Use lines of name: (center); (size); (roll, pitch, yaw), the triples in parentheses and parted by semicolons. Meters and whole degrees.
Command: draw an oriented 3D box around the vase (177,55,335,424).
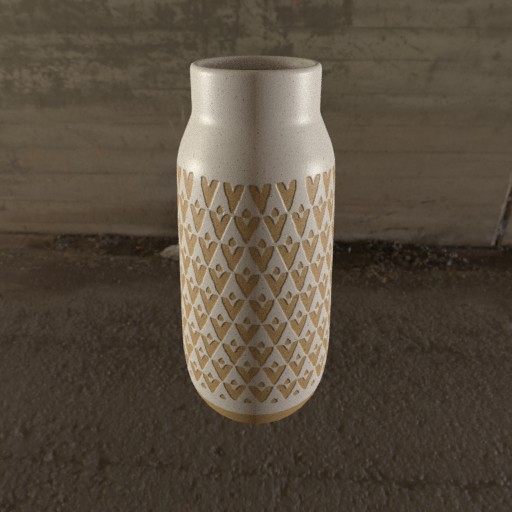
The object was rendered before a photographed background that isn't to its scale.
vase: (0.000, 0.000, 0.381); (0.137, 0.307, 0.137); (0, 30, 0)
